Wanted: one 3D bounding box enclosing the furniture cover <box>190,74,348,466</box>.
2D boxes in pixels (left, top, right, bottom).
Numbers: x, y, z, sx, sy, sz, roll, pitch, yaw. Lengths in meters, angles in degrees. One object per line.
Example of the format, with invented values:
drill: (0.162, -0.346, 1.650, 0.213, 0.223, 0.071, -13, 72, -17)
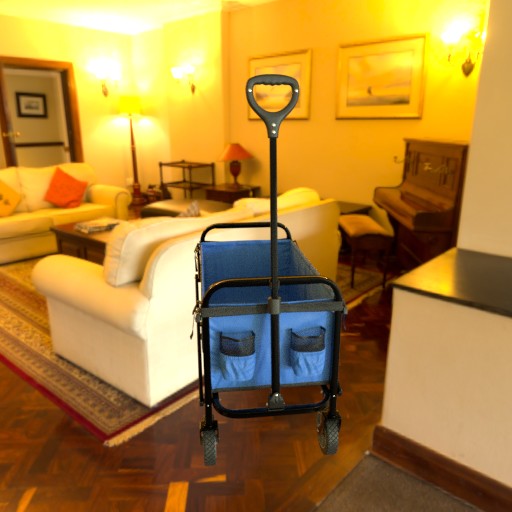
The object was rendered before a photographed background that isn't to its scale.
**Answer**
furniture cover: (0.000, 0.000, 1.793, 0.532, 1.295, 1.038, -2, 17, -7)
